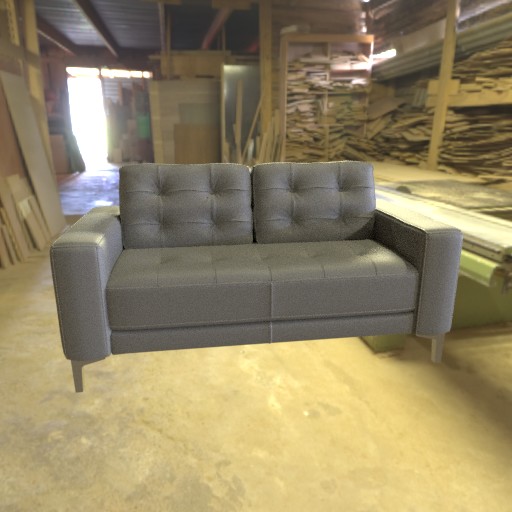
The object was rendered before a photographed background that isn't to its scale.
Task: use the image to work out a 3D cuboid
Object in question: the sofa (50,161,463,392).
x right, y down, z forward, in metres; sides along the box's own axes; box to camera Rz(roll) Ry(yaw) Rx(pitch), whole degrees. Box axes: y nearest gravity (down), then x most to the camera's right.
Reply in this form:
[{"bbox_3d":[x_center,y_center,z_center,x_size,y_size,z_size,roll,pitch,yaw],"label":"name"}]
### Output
[{"bbox_3d":[0.000,0.000,2.210,1.726,0.893,0.833,-2,17,-8],"label":"sofa"}]
